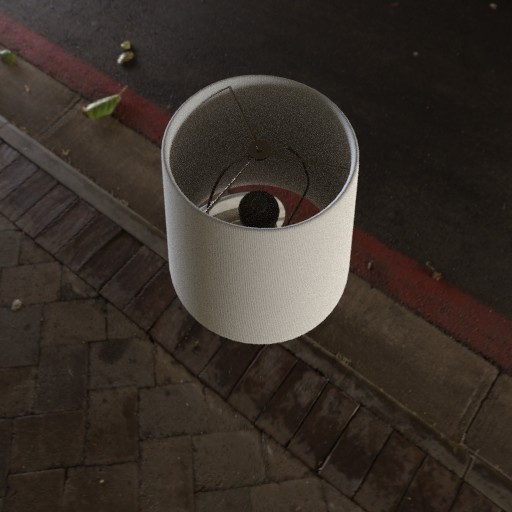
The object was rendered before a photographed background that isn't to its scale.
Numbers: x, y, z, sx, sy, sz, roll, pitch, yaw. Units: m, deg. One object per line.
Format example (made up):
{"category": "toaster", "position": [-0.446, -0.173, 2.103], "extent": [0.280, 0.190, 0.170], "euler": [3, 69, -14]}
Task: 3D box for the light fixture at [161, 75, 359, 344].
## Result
{"category": "light fixture", "position": [0.000, 0.000, 0.436], "extent": [0.168, 0.337, 0.188], "euler": [-18, 64, -9]}
